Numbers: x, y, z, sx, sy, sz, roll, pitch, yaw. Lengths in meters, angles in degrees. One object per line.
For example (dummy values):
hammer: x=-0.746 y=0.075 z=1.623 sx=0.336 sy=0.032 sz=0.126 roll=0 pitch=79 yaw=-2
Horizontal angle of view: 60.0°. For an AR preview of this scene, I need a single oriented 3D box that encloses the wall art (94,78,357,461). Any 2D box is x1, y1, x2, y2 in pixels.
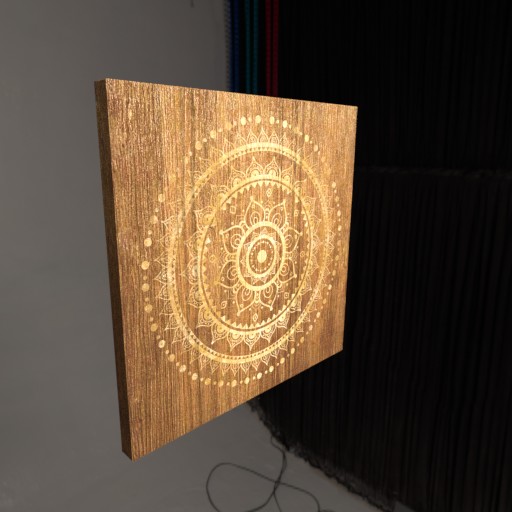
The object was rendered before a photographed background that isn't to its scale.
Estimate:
wall art: x=0.000 y=0.000 z=0.888 sx=0.611 sy=0.608 sz=0.042 roll=-14 pitch=20 yaw=-43
